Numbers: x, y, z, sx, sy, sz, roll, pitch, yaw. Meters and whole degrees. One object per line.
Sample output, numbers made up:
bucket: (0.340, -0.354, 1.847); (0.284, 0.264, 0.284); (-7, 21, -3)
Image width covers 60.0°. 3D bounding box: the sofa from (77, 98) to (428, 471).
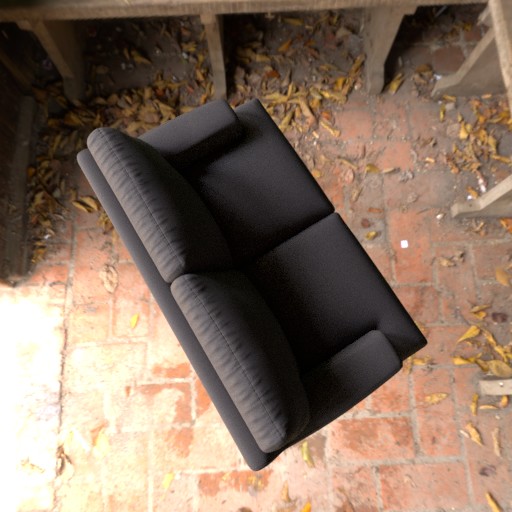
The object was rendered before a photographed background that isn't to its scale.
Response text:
sofa: (0.000, 0.000, 2.495); (1.143, 0.940, 1.880); (-31, 77, -8)
